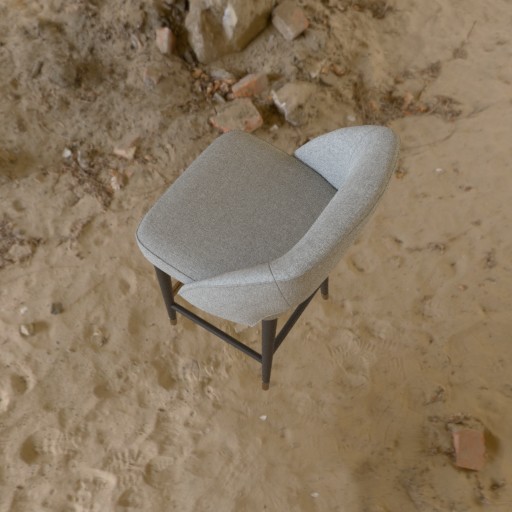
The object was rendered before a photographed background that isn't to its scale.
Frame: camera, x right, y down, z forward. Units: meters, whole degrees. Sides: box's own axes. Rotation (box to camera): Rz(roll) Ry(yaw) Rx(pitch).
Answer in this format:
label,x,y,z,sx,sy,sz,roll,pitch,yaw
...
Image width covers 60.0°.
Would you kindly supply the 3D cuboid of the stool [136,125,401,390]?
label,x,y,z,sx,sy,sz,roll,pitch,yaw
stool,0.000,0.000,1.279,0.509,1.037,0.494,32,68,14
